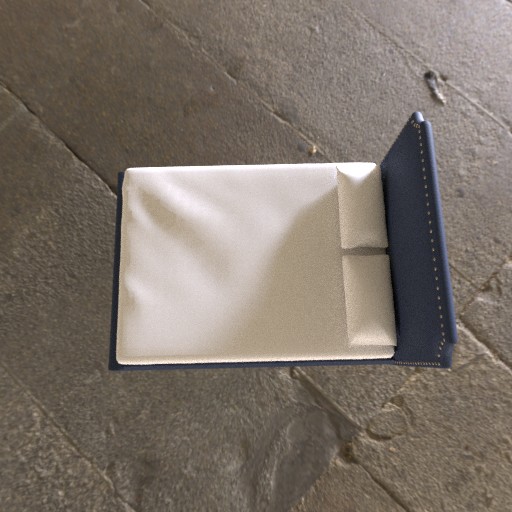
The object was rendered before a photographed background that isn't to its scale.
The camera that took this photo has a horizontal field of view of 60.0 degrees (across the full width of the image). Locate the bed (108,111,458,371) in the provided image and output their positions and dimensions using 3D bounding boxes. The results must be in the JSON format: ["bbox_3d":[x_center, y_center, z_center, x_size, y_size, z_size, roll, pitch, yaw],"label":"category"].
[{"bbox_3d":[0.000,0.000,3.415,2.372,1.443,1.712,-1,77,0],"label":"bed"}]
